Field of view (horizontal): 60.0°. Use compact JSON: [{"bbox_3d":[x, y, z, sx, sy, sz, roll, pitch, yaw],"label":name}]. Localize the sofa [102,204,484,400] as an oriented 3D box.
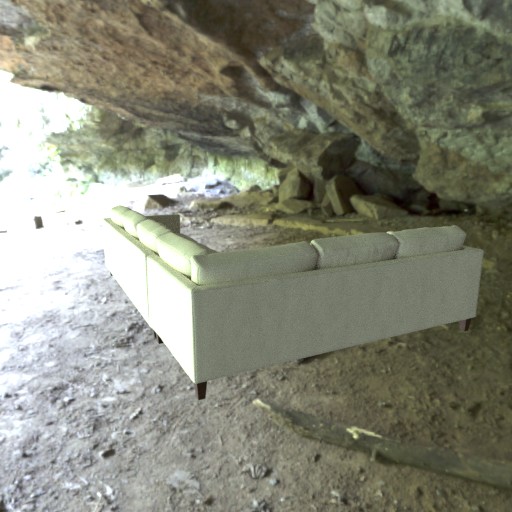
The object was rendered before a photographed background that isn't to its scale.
[{"bbox_3d":[0.000,0.000,4.374,2.432,0.863,3.182,-7,15,-26],"label":"sofa"}]
